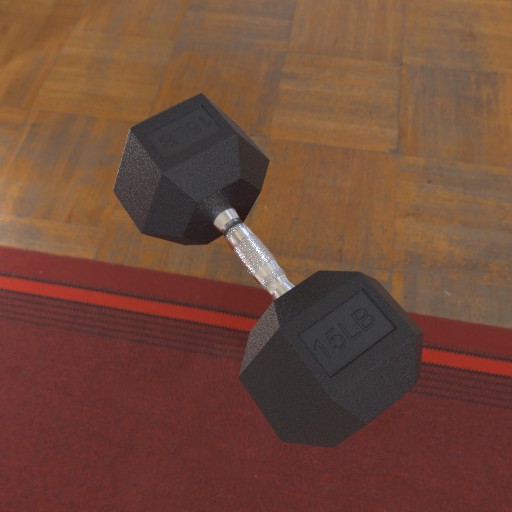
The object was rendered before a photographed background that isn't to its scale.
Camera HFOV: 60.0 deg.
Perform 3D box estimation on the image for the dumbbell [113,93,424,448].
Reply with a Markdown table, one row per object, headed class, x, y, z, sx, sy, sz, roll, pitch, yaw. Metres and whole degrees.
| class | x | y | z | sx | sy | sz | roll | pitch | yaw |
| --- | --- | --- | --- | --- | --- | --- | --- | --- | --- |
| dumbbell | 0.000 | 0.000 | 0.332 | 0.122 | 0.106 | 0.271 | -32 | 68 | -15 |
